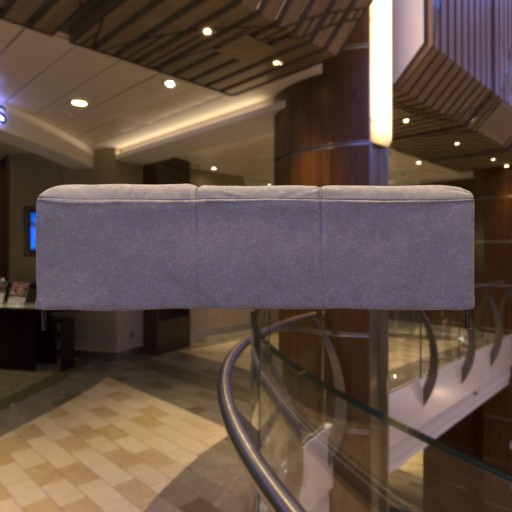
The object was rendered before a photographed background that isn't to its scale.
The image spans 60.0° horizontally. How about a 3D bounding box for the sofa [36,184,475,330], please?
[{"bbox_3d":[0.000,0.000,2.635,2.238,0.758,0.899,0,0,-1],"label":"sofa"}]
